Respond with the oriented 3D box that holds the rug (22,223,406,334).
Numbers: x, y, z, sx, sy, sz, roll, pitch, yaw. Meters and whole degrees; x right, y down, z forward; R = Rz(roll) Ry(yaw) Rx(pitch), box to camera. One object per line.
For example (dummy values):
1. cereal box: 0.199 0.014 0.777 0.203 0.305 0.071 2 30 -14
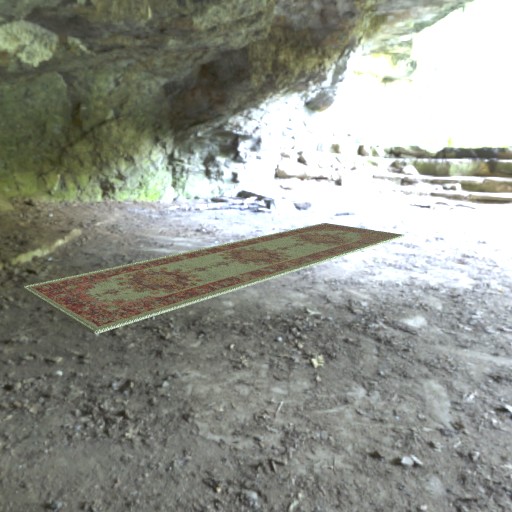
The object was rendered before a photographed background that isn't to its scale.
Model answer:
1. rug: 0.000 0.000 2.021 0.562 0.009 1.824 14 20 43
